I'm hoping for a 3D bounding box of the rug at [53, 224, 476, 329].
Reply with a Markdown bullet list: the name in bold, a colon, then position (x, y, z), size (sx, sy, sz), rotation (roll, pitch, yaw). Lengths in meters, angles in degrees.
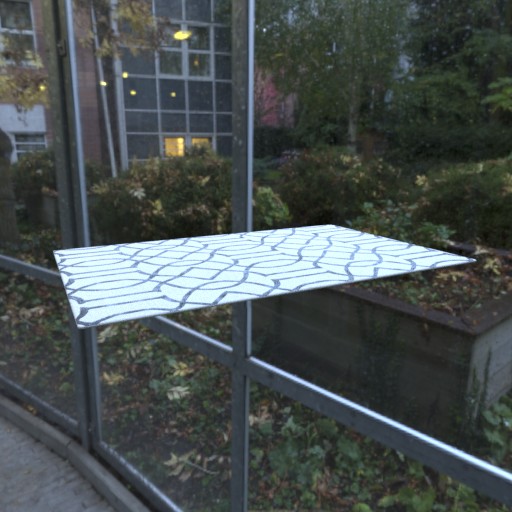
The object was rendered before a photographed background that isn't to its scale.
- **rug**: position (0.000, 0.000, 2.929), size (2.365, 0.017, 1.521), rotation (-7, 15, -27)
